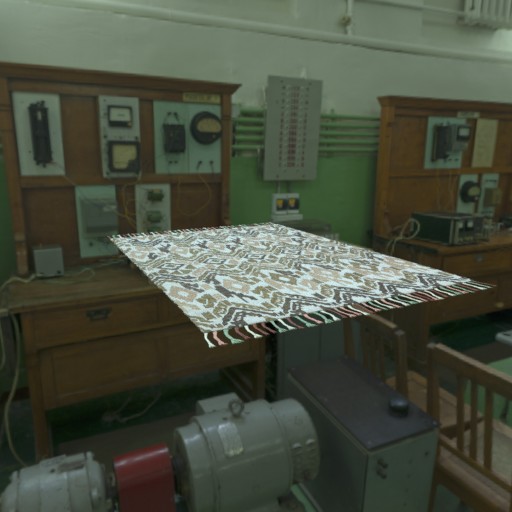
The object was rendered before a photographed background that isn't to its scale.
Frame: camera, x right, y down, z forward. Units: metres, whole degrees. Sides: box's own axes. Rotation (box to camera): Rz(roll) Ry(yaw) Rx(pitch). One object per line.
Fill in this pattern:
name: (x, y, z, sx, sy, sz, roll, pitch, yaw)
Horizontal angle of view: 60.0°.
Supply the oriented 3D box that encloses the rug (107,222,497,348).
rug: (0.000, 0.000, 2.260, 1.219, 0.008, 1.829, -7, 15, -27)
